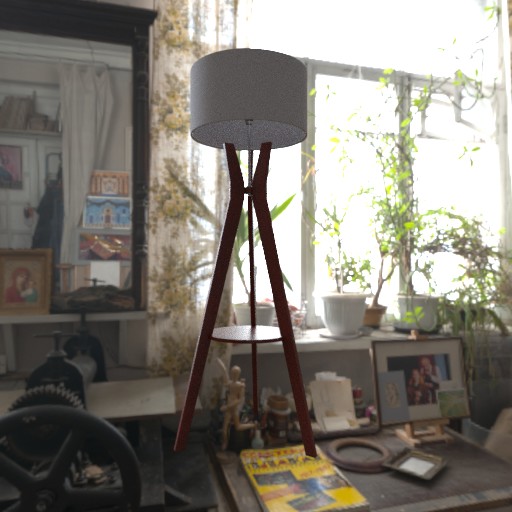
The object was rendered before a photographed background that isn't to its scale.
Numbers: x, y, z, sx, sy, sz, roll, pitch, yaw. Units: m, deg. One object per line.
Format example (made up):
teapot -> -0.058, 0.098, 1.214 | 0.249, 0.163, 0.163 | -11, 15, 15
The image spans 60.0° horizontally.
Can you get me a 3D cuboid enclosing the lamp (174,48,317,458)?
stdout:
lamp -> 0.000, 0.000, 1.781 | 0.542, 1.472, 0.539 | 0, 0, 36
